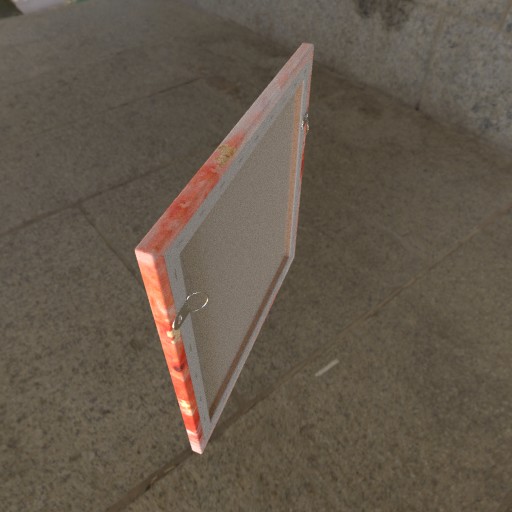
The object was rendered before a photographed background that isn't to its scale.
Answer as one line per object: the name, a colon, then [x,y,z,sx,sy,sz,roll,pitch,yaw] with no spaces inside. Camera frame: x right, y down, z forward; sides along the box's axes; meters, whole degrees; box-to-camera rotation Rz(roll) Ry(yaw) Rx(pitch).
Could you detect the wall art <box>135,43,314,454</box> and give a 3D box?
wall art: [0.000,0.000,1.290,0.066,0.878,0.878,16,49,15]
